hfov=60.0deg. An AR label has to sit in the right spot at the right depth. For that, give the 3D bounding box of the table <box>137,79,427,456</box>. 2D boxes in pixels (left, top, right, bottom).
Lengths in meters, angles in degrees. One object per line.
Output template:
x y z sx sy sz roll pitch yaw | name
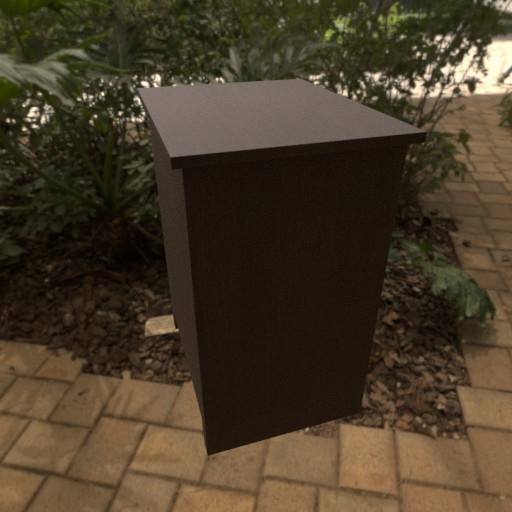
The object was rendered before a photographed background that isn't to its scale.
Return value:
0.000 0.000 0.968 0.381 0.635 0.480 -9 32 -15 | table
